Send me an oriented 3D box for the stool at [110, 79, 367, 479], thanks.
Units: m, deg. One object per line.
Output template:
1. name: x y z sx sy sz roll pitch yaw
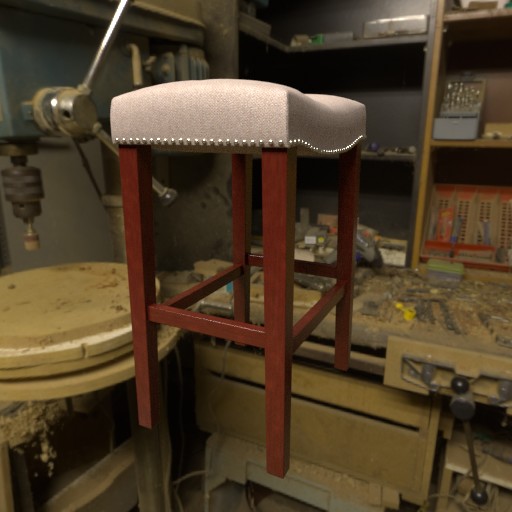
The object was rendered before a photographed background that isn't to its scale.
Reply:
1. stool: 0.000 0.000 1.048 0.372 0.742 0.504 8 18 26
